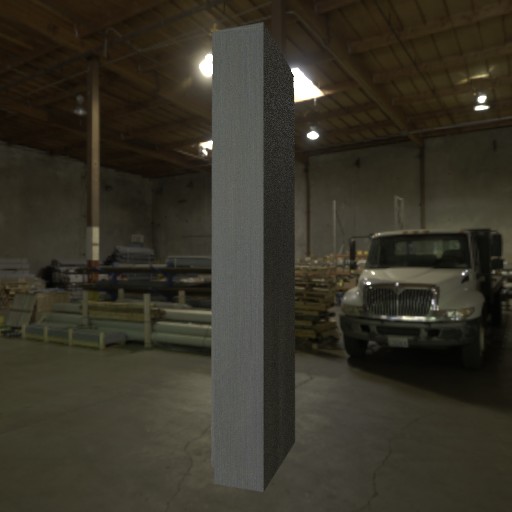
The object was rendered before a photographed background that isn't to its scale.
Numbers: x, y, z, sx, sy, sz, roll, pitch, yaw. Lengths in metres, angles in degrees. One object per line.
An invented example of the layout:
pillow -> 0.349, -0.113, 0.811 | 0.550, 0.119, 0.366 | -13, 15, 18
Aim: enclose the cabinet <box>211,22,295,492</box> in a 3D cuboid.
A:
cabinet -> 0.000, 0.000, 1.962 | 0.230, 1.790, 0.500 | 0, -1, 19
